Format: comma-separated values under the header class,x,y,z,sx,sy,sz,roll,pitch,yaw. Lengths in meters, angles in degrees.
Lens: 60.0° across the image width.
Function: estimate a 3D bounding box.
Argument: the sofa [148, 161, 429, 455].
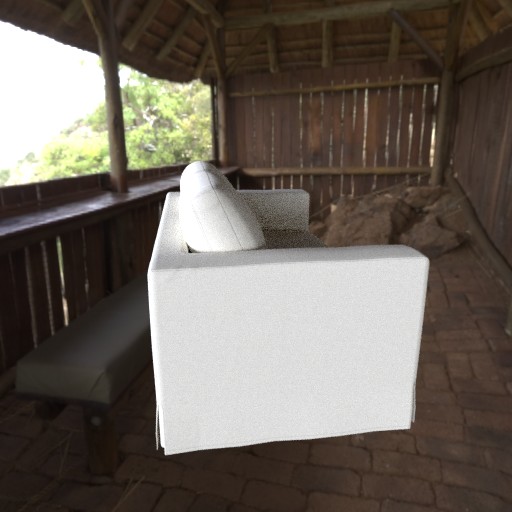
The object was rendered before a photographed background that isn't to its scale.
class,x,y,z,sx,sy,sz,roll,pitch,yaw
sofa,0.000,0.000,2.399,1.009,0.932,1.813,-3,16,-9
